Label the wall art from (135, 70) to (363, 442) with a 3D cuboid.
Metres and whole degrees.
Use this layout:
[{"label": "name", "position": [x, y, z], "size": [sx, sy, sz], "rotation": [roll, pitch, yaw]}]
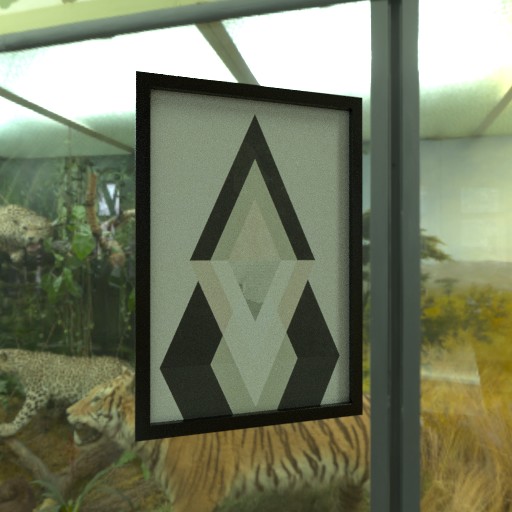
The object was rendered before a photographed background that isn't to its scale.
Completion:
[{"label": "wall art", "position": [0.000, 0.000, 0.597], "size": [0.314, 0.455, 0.019], "rotation": [0, 0, -17]}]
